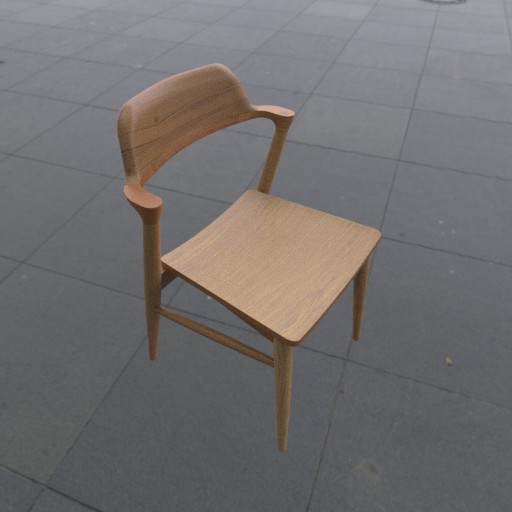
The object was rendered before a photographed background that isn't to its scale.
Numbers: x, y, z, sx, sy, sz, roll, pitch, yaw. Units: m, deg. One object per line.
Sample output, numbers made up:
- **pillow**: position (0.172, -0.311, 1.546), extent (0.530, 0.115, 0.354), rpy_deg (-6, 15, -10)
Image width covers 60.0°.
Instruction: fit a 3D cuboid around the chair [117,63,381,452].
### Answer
- **chair**: position (0.000, 0.000, 1.129), extent (0.499, 0.792, 0.512), rpy_deg (26, 48, 25)
